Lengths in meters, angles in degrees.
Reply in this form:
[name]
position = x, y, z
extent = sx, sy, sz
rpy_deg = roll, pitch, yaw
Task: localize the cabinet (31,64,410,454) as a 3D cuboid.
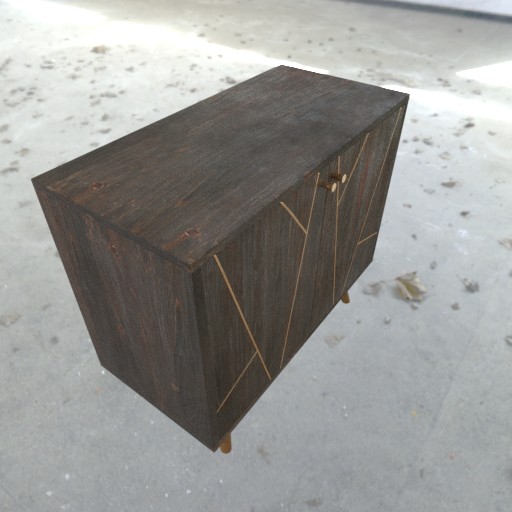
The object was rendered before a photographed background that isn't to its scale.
[cabinet]
position = 0.000, 0.000, 1.496
extent = 0.529, 0.897, 1.023
rpy_deg = 26, 47, 27
